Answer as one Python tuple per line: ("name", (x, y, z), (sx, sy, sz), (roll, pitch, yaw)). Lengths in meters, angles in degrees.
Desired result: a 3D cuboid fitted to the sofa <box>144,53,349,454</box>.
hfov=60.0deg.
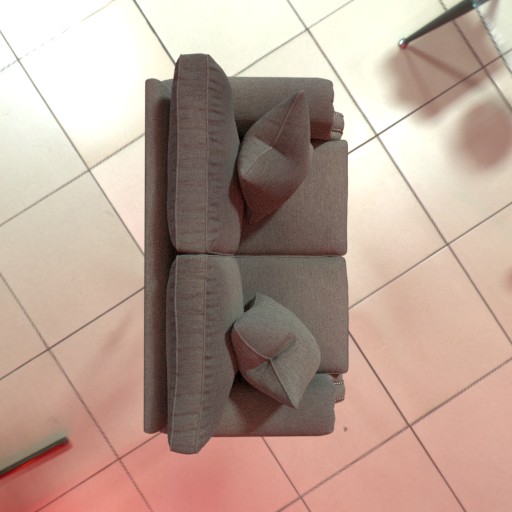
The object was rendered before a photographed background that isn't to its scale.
("sofa", (0.000, 0.000, 2.194), (0.966, 0.966, 1.701), (0, 89, -1))
